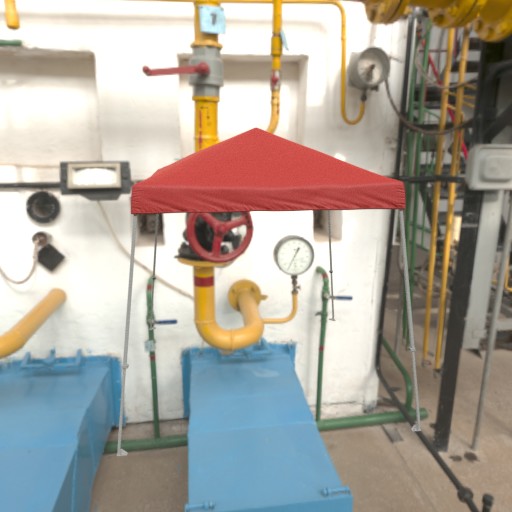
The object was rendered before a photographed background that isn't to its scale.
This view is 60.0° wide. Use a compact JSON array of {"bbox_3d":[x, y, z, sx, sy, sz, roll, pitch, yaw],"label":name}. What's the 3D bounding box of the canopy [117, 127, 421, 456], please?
[{"bbox_3d":[0.000,0.000,6.462,3.599,3.600,3.600,-2,14,-7],"label":"canopy"}]
